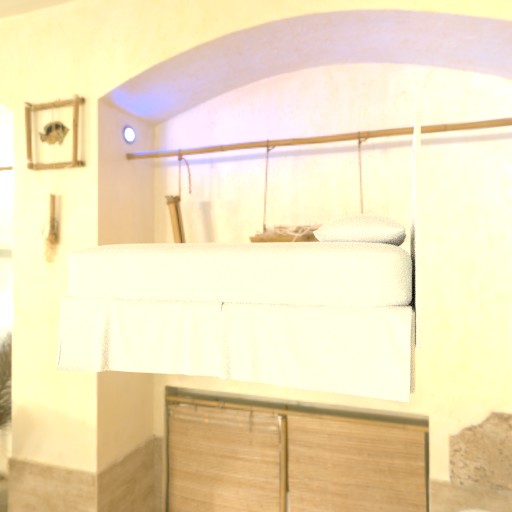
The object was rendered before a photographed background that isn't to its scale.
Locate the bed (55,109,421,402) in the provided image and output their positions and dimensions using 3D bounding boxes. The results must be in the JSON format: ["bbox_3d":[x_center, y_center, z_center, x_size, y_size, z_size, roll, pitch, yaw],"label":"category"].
[{"bbox_3d":[0.000,0.000,3.081,2.094,1.335,1.745,0,0,18],"label":"bed"}]
